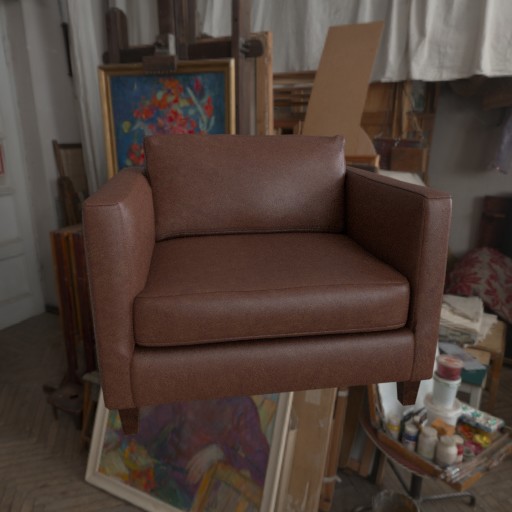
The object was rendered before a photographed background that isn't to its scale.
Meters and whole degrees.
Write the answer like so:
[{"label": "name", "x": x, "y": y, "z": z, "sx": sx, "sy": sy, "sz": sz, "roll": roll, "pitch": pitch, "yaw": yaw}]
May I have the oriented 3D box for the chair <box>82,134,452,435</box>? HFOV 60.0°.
[{"label": "chair", "x": 0.000, "y": 0.000, "z": 1.745, "sx": 1.107, "sy": 0.917, "sz": 0.959, "roll": -3, "pitch": 17, "yaw": -9}]
